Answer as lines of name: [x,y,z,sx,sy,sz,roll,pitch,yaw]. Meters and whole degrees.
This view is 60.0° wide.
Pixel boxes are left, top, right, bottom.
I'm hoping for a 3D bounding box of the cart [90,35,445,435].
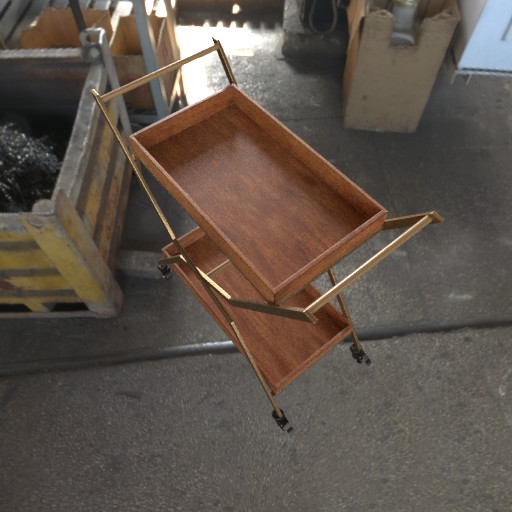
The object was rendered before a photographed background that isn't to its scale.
cart: [0.000,0.000,1.348,0.405,0.869,0.836,-34,64,-19]
